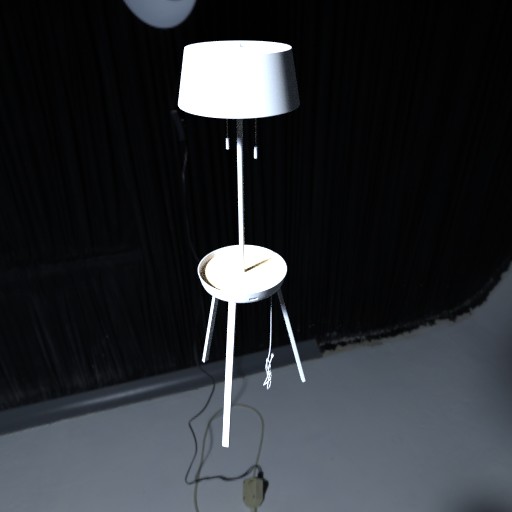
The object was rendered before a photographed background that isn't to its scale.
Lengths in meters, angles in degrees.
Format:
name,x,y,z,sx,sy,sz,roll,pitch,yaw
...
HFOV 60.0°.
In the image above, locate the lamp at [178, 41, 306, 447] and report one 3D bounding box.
name,x,y,z,sx,sy,sz,roll,pitch,yaw
lamp,0.000,0.000,1.637,0.468,1.429,0.508,-8,33,-13
